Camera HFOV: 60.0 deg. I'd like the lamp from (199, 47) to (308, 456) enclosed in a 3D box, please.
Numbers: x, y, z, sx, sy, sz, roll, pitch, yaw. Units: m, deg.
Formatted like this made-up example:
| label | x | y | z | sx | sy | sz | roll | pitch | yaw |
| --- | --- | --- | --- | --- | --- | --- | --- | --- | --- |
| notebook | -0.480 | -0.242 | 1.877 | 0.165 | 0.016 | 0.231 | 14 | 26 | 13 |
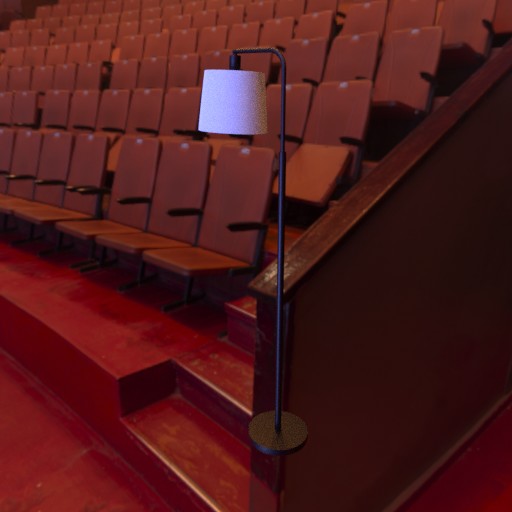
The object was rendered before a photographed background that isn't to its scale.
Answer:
| label | x | y | z | sx | sy | sz | roll | pitch | yaw |
| --- | --- | --- | --- | --- | --- | --- | --- | --- | --- |
| lamp | 0.000 | 0.000 | 1.702 | 0.254 | 1.478 | 0.508 | -15 | 22 | -41 |
